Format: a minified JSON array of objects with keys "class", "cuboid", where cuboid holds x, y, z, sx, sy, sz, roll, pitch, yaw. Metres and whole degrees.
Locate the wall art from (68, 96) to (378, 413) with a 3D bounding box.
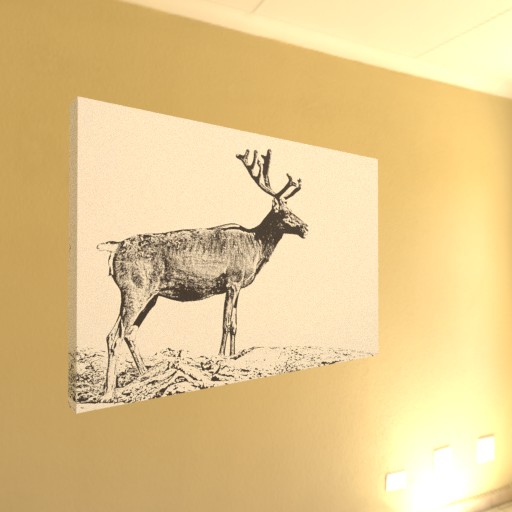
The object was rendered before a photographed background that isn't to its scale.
[{"class":"wall art","cuboid":[0.000,0.000,0.773,0.608,0.414,0.042,0,-1,-36]}]
